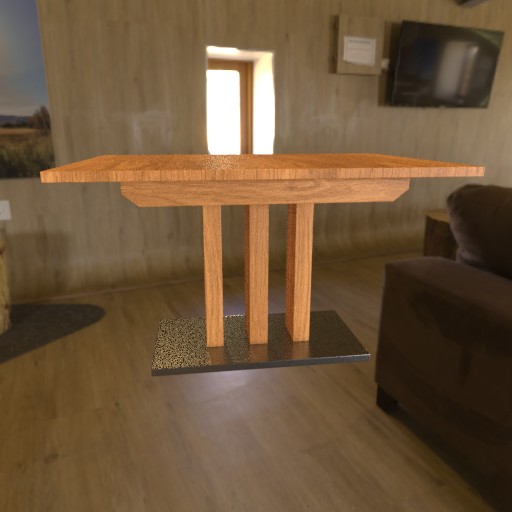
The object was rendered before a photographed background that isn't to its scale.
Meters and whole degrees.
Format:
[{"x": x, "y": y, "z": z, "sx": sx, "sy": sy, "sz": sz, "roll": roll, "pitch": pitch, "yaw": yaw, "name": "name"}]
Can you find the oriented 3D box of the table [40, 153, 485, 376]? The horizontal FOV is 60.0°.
[{"x": 0.000, "y": 0.000, "z": 1.811, "sx": 1.300, "sy": 0.770, "sz": 0.900, "roll": -2, "pitch": 16, "yaw": -8, "name": "table"}]
